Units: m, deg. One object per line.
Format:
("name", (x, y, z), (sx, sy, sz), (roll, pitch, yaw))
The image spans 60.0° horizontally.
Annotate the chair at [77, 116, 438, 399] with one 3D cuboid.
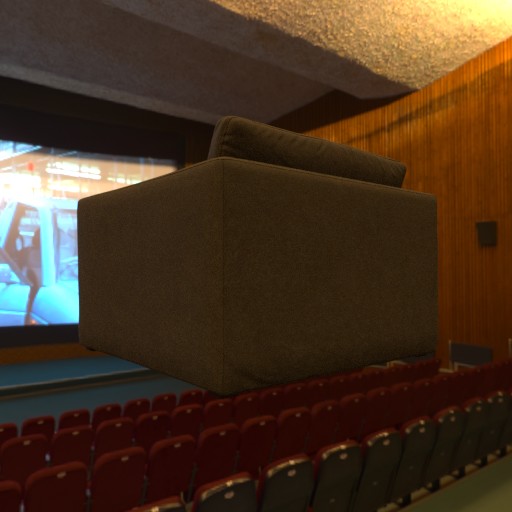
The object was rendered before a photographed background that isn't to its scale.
("chair", (0.000, 0.000, 1.885), (1.190, 0.845, 1.091), (1, -2, -37))
